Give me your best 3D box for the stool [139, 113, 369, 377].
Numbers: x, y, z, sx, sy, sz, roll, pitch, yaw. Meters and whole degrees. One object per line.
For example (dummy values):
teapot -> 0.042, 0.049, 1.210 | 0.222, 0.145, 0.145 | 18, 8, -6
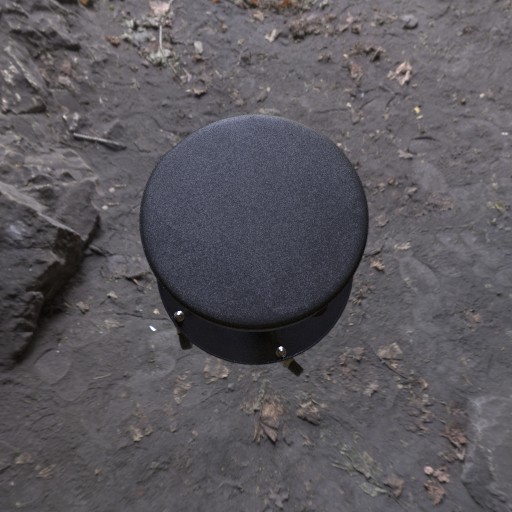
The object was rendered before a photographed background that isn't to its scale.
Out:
stool -> 0.000, 0.000, 0.693 | 0.381, 0.365, 0.382 | -39, 79, -9
